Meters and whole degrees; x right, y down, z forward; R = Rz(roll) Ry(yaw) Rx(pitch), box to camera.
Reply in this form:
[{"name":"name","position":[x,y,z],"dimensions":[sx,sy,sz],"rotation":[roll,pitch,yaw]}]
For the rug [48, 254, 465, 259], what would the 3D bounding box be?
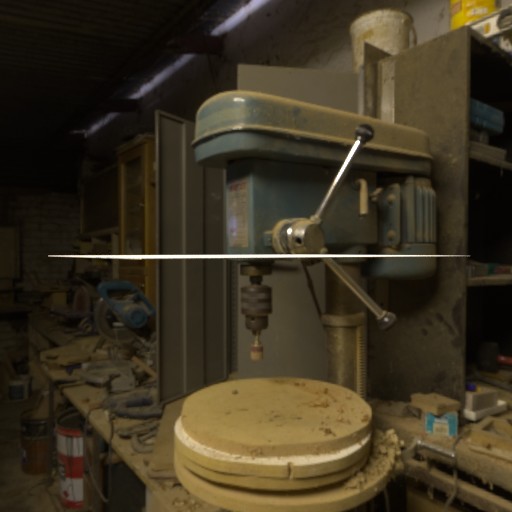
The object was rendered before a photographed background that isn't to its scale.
[{"name":"rug","position":[0.000,0.000,4.223],"dimensions":[3.197,0.006,2.438],"rotation":[0,1,-35]}]
